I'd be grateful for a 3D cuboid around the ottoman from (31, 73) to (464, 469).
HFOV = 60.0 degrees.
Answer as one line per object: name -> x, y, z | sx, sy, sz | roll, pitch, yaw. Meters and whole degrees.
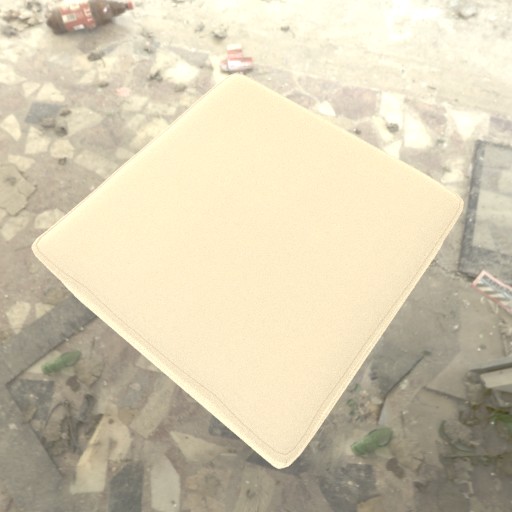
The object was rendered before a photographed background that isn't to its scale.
ottoman -> 0.000, 0.000, 1.315 | 0.838, 0.479, 0.838 | 35, 68, 16
